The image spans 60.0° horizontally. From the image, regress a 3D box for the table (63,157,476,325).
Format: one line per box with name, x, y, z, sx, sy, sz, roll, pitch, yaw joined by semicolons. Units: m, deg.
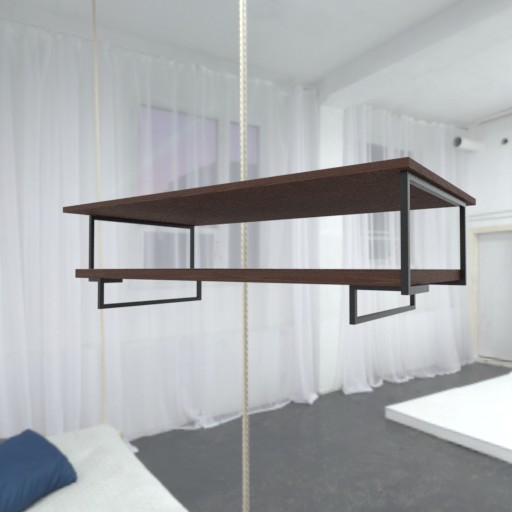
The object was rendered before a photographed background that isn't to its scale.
table;0.000;0.000;1.449;1.197;0.347;0.651;-1;-2;36
